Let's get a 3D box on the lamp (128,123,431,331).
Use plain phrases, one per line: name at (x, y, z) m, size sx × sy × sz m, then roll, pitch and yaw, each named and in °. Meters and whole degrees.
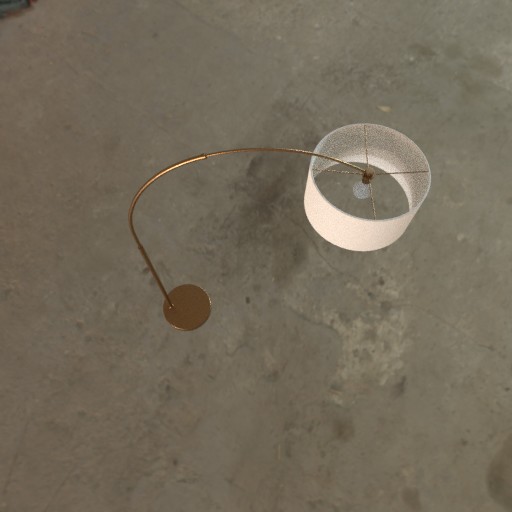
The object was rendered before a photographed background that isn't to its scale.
lamp at (0.000, 0.000, 2.586) m, size 1.434 × 1.927 × 0.493 m, roll 1°, pitch 64°, yaw 1°
